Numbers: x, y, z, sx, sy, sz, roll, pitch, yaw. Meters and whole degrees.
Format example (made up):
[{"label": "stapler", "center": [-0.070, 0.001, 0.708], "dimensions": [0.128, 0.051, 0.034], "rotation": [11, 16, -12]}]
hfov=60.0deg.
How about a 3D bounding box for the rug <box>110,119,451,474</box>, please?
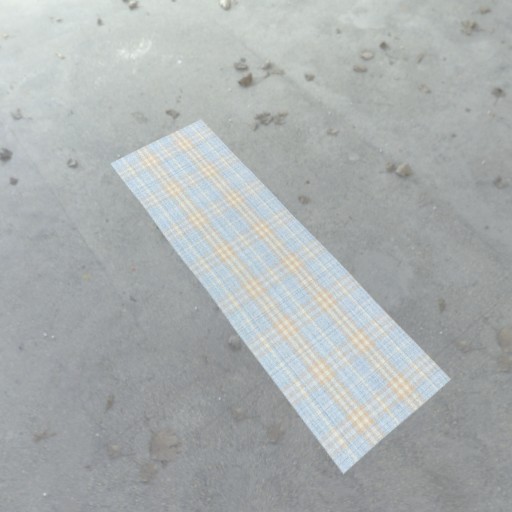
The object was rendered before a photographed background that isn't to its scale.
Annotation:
[{"label": "rug", "center": [0.000, 0.000, 2.723], "dimensions": [0.762, 0.013, 2.439], "rotation": [-32, 64, -18]}]
